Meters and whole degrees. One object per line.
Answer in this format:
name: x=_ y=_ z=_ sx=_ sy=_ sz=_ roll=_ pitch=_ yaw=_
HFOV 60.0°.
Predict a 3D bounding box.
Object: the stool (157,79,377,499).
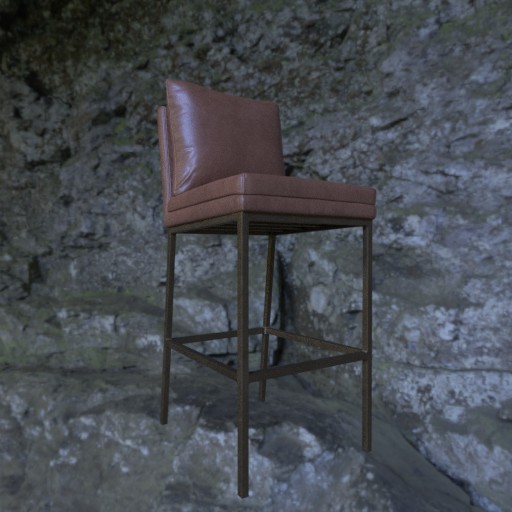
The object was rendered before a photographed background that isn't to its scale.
stool: x=0.000 y=0.000 z=1.375 sx=0.463 sy=1.124 sz=0.571 roll=-1 pitch=1 yaw=-34
